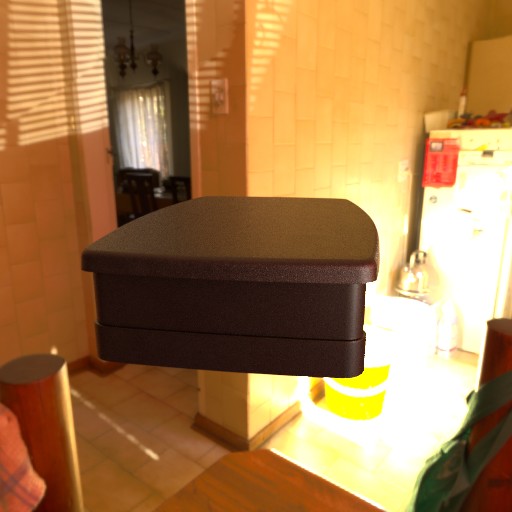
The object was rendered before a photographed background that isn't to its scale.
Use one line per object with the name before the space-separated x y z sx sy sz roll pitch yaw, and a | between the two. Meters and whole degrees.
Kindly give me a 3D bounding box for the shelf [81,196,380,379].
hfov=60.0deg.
shelf | 0.000 0.000 0.547 0.280 0.100 0.410 2 14 8
